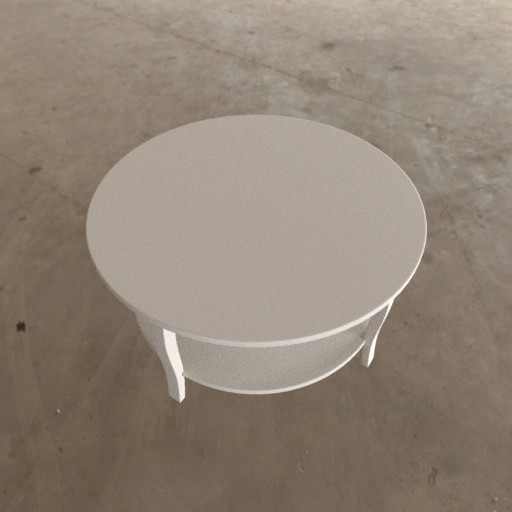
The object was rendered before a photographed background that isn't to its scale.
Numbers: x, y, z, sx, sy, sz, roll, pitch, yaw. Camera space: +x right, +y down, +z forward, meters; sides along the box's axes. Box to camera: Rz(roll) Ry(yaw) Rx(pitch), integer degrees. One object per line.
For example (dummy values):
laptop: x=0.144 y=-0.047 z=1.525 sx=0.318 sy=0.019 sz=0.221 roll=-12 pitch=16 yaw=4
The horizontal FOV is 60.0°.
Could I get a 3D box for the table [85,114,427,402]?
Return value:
table: x=0.000 y=0.000 z=1.386 sx=0.910 sy=0.457 sz=0.910 roll=0 pitch=47 yaw=0
